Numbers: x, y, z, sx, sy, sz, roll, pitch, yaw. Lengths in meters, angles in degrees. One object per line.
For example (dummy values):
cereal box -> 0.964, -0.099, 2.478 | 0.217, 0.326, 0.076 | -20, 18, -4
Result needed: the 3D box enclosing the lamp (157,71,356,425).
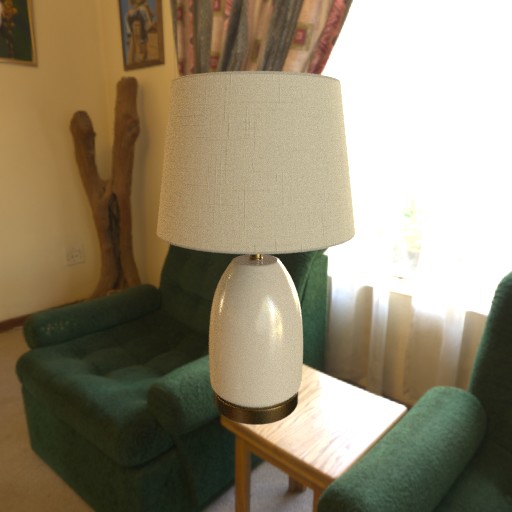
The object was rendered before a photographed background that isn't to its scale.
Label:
lamp -> 0.000, 0.000, 0.661 | 0.285, 0.483, 0.285 | 0, 15, 0
